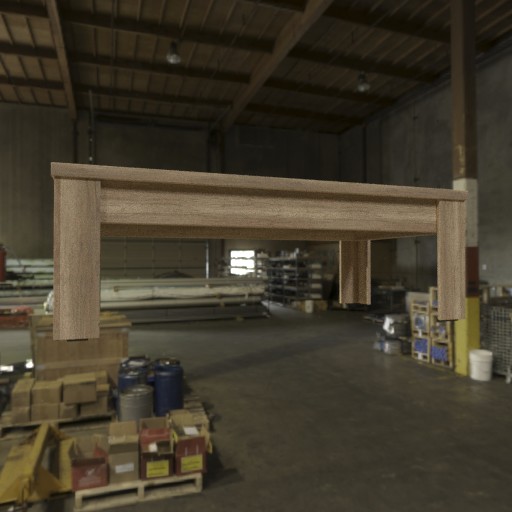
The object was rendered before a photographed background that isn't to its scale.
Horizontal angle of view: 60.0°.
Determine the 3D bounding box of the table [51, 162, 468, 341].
[{"bbox_3d":[0.000,0.000,1.679,1.350,0.460,0.700,0,-1,-19],"label":"table"}]
